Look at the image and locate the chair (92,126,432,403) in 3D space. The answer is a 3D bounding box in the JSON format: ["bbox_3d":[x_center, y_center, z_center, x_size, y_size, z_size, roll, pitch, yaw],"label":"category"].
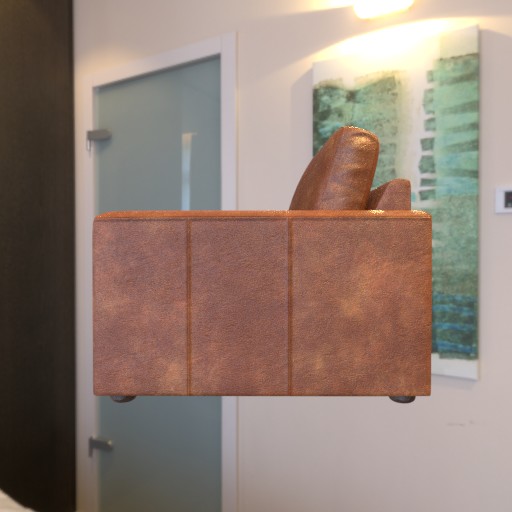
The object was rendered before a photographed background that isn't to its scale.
[{"bbox_3d":[0.000,0.000,1.761,1.016,0.873,1.005,0,1,0],"label":"chair"}]
